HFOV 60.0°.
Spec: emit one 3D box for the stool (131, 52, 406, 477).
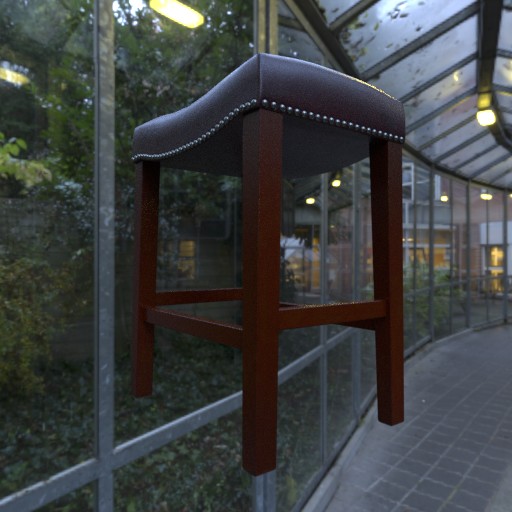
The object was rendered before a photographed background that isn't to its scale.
[{"bbox_3d":[0.000,0.000,0.957,0.372,0.657,0.504,0,0,-37],"label":"stool"}]
